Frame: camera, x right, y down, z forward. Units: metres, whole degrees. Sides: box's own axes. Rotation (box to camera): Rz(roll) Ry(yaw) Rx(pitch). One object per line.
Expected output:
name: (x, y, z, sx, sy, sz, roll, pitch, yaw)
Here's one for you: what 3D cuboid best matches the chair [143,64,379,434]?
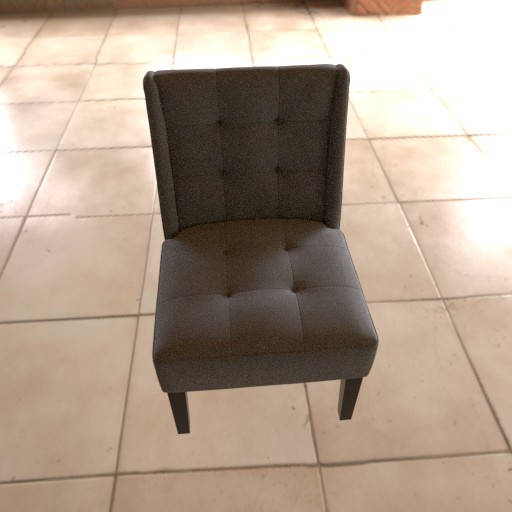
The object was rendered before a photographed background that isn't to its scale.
chair: (0.000, 0.000, 1.293, 0.569, 0.853, 0.676, -4, 46, -3)
